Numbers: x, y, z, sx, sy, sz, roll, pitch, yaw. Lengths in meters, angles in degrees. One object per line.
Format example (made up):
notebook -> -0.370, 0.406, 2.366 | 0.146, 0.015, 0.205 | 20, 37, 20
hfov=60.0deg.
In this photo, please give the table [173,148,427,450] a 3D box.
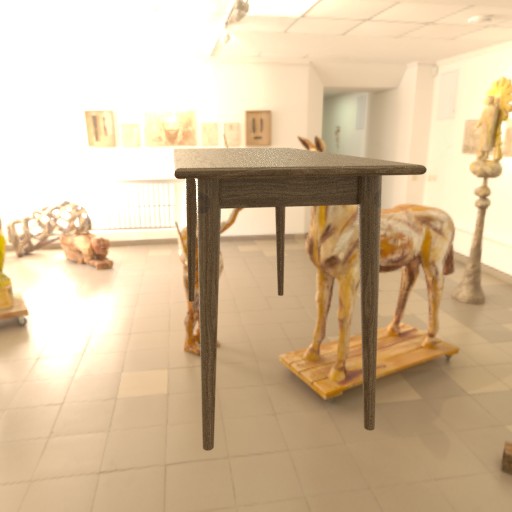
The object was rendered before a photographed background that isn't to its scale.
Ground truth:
table -> 0.000, 0.000, 1.734 | 0.599, 0.780, 1.300 | -3, 16, -10
